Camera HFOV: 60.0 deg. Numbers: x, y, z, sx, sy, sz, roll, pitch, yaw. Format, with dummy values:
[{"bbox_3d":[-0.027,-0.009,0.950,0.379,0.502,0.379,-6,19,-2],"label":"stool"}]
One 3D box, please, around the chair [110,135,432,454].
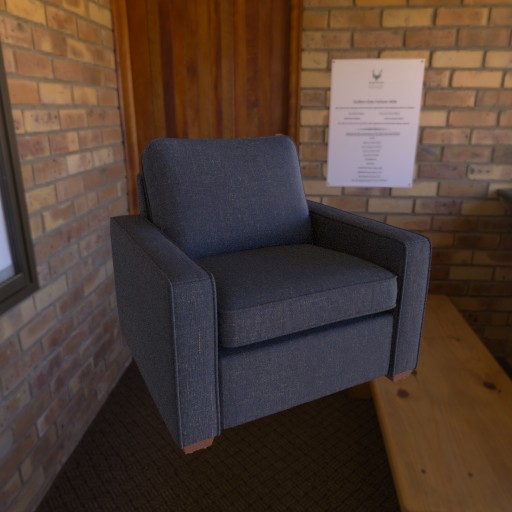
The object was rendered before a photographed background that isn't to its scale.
[{"bbox_3d":[0.000,0.000,1.809,1.017,0.919,0.940,-9,20,-26],"label":"chair"}]
